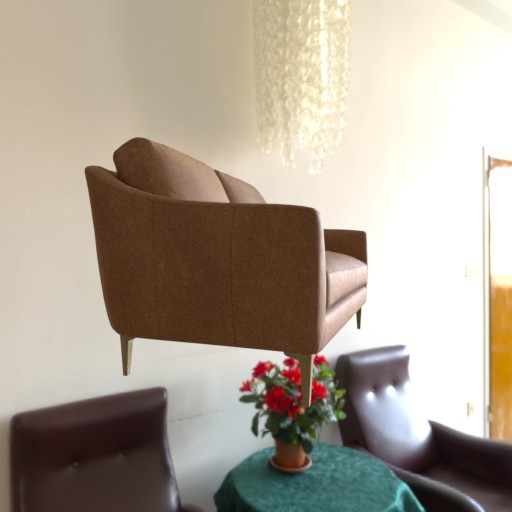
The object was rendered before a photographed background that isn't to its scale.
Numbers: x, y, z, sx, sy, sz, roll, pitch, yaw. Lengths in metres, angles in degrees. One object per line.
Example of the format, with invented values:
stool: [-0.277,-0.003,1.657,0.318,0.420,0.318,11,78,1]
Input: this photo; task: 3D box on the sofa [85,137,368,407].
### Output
sofa: [0.000,0.000,2.177,0.960,0.902,1.619,0,0,19]
